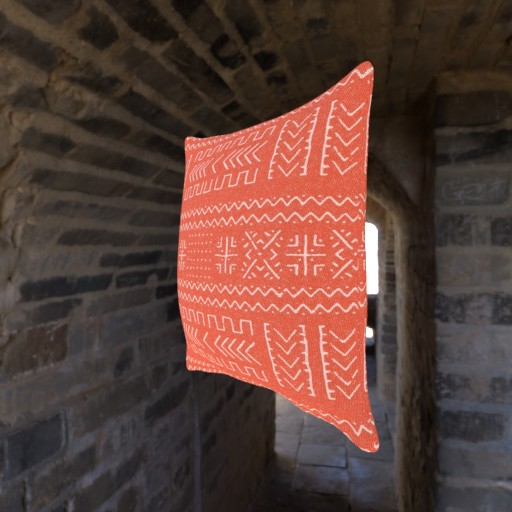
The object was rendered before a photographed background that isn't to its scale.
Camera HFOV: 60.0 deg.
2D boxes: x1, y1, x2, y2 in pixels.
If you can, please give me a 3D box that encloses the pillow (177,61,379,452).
[{"bbox_3d":[0.000,0.000,0.646,0.164,0.429,0.438,-1,1,-36],"label":"pillow"}]
